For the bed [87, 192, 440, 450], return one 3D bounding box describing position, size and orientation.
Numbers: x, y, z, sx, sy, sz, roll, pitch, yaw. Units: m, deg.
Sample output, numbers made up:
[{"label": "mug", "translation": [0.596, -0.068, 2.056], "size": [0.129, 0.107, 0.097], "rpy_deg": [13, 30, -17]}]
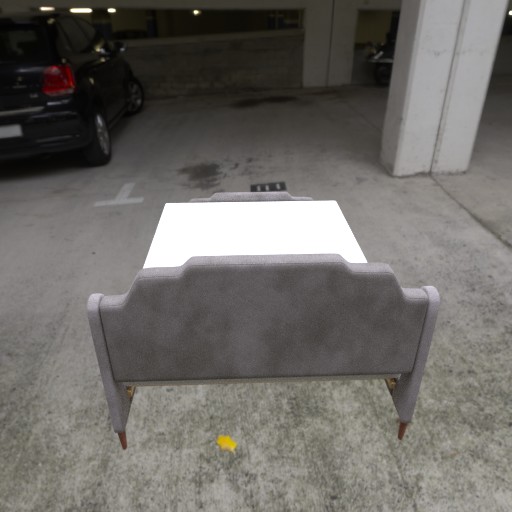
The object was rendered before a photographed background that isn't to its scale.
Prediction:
[{"label": "bed", "translation": [0.000, 0.000, 3.280], "size": [1.676, 1.245, 2.340], "rpy_deg": [-1, 29, -2]}]
